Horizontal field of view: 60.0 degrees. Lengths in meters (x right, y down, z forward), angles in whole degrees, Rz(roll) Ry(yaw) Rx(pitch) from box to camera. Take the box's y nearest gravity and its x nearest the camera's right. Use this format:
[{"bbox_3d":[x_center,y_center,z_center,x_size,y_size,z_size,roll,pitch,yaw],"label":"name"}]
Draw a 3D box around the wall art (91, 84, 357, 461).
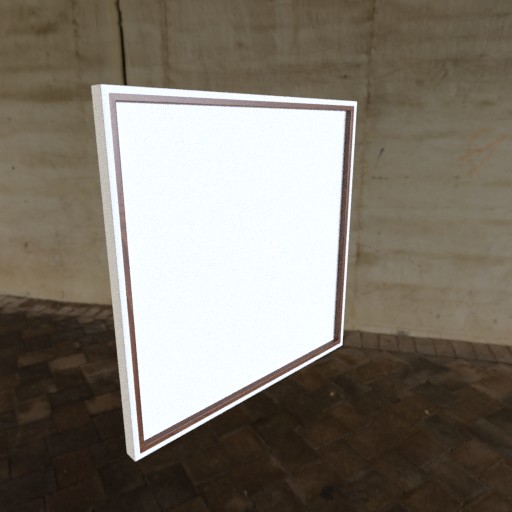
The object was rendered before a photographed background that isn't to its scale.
[{"bbox_3d":[0.000,0.000,1.477,1.009,1.009,0.049,-15,22,-42],"label":"wall art"}]
